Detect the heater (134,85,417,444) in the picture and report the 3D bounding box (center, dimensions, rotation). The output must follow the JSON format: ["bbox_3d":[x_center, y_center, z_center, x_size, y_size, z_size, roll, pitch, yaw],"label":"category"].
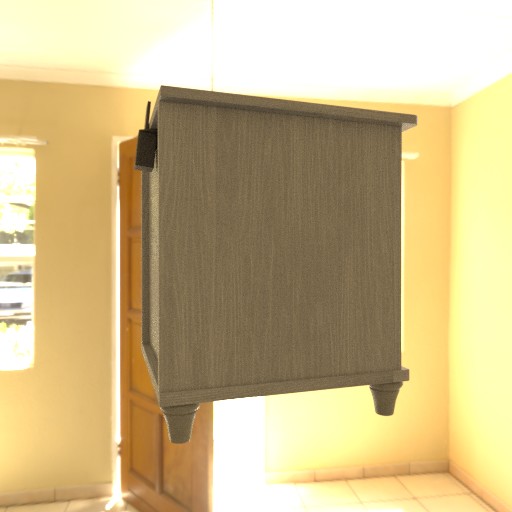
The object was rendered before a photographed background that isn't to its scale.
[{"bbox_3d":[0.000,0.000,0.758,0.400,0.481,0.362,0,0,-18],"label":"heater"}]
